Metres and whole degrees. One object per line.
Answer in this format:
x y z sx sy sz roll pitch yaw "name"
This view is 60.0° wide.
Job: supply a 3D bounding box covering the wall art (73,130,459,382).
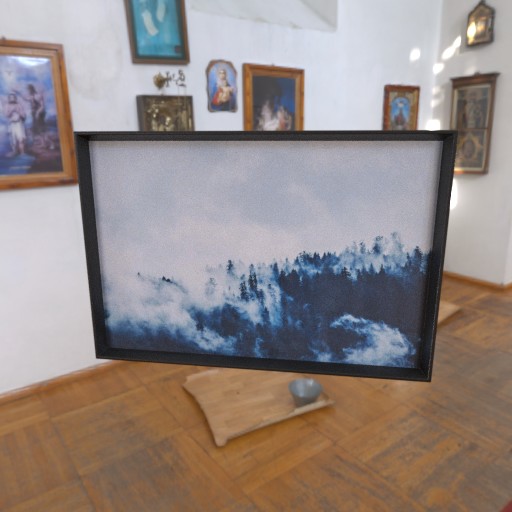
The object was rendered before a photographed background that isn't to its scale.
0.000 0.000 1.179 0.939 0.640 0.058 2 15 8 "wall art"
